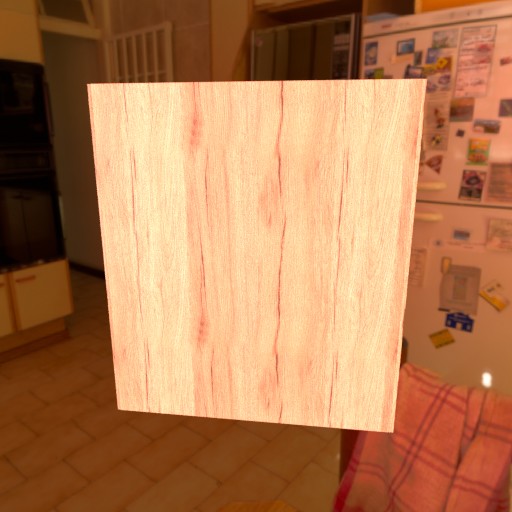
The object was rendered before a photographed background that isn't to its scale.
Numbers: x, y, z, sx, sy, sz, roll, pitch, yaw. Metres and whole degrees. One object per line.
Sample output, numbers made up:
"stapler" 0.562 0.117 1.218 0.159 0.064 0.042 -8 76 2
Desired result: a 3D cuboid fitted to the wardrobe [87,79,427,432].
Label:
"wardrobe" 0.000 0.000 2.891 1.810 2.070 0.580 2 16 7
